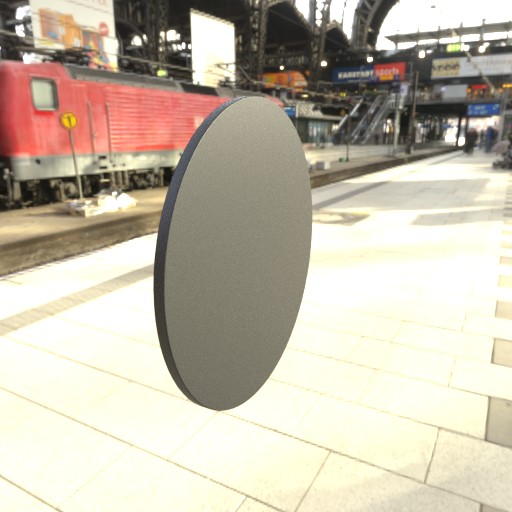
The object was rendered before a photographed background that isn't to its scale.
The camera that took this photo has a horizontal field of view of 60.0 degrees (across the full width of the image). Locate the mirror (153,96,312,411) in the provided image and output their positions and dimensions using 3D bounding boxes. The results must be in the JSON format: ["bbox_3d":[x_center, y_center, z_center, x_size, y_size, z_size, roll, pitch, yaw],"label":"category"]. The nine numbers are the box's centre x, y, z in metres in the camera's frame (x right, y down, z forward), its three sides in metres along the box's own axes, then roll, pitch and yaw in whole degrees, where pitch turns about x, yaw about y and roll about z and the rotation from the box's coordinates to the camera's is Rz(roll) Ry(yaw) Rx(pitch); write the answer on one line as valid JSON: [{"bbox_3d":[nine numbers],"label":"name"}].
[{"bbox_3d":[0.000,0.000,1.587,0.036,1.077,1.077,8,17,26],"label":"mirror"}]
